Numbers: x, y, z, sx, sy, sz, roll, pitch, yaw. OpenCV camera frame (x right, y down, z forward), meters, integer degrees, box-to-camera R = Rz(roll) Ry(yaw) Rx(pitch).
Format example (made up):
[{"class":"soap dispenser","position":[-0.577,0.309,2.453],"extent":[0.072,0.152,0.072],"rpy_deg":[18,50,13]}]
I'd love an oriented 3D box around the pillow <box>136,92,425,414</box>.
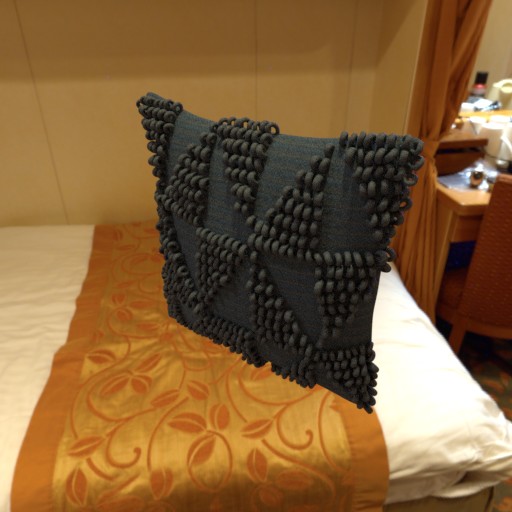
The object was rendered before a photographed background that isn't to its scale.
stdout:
[{"class":"pillow","position":[0.000,0.000,0.728],"extent":[0.469,0.466,0.172],"rpy_deg":[19,35,29]}]
